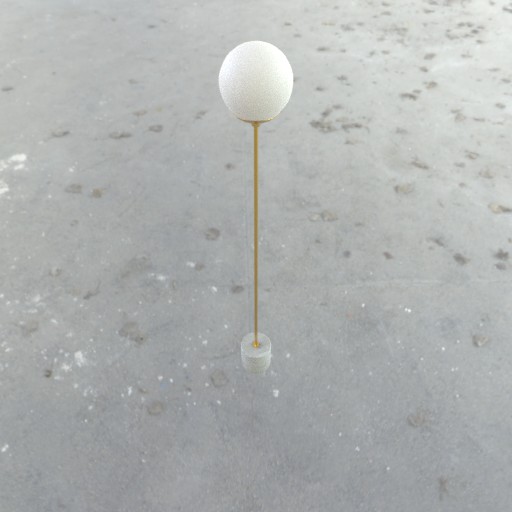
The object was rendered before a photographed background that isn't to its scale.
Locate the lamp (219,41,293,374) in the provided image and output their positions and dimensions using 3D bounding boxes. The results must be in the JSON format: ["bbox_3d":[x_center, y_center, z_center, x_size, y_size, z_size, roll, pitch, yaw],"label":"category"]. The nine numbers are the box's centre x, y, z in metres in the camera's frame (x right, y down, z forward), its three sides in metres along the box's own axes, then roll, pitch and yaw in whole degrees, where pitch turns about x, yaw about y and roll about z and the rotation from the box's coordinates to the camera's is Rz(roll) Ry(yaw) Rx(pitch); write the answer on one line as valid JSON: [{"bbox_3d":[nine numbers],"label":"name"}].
[{"bbox_3d":[0.000,0.000,1.891,0.224,1.753,0.224,-1,47,-1],"label":"lamp"}]
